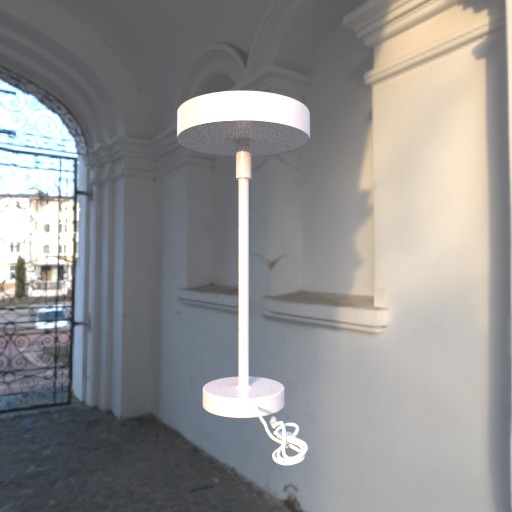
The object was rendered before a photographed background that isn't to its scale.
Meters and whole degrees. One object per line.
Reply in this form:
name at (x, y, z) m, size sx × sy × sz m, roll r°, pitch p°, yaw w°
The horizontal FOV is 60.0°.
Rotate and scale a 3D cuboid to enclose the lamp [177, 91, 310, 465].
lamp at (0.000, 0.000, 0.702) m, size 0.229 × 0.508 × 0.369 m, roll 0°, pitch -1°, yaw -18°
